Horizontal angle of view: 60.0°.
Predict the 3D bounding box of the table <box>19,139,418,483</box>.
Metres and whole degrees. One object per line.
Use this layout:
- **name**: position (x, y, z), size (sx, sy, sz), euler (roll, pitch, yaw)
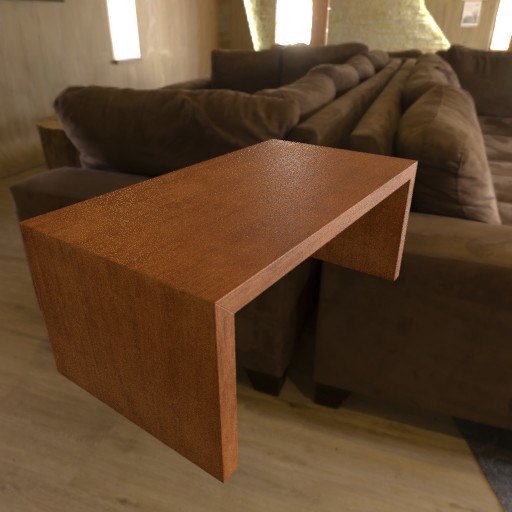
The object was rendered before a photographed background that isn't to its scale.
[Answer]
- **table**: position (0.000, 0.000, 1.273), size (0.549, 0.419, 1.000), euler (18, 32, 31)
